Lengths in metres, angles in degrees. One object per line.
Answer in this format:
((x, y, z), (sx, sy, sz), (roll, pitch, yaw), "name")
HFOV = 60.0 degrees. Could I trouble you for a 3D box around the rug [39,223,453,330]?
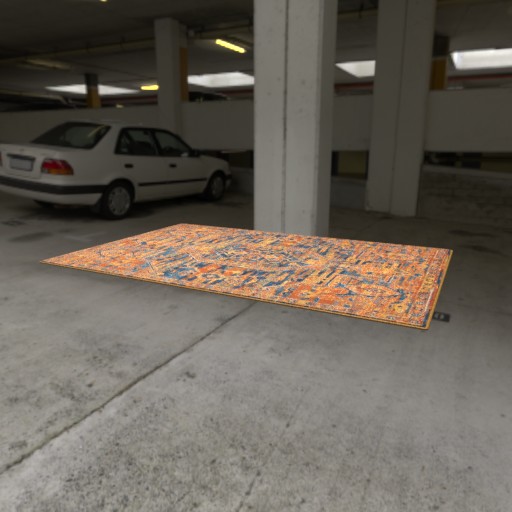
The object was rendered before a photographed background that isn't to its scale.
((0.000, 0.000, 2.234), (1.758, 0.013, 1.148), (7, 16, 26), "rug")
